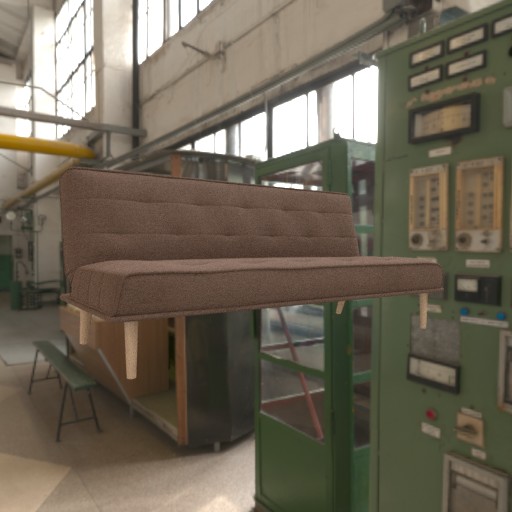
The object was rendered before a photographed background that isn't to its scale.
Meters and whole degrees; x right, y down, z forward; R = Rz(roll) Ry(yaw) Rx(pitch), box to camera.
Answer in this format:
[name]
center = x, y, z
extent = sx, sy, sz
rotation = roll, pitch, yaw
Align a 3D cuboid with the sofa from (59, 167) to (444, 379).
[sofa]
center = 0.000, 0.000, 2.325
extent = 1.820, 0.810, 1.038
rotation = -1, 1, -35
